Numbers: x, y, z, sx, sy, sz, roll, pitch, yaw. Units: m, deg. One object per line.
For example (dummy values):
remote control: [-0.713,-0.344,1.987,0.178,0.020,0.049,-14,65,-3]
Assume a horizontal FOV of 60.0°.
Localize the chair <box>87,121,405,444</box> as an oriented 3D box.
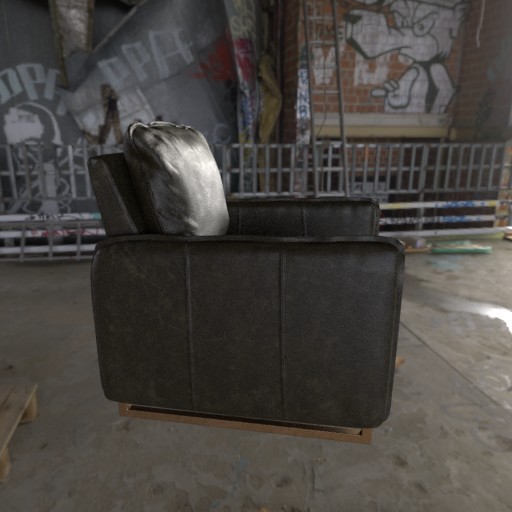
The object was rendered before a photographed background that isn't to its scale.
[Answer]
chair: [0.000,0.000,1.587,0.921,0.921,0.830,3,16,9]
